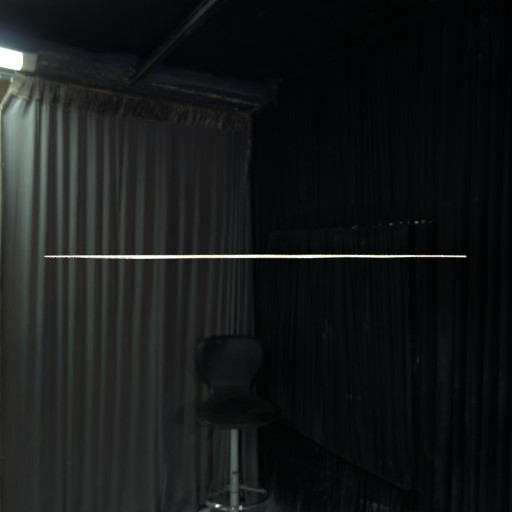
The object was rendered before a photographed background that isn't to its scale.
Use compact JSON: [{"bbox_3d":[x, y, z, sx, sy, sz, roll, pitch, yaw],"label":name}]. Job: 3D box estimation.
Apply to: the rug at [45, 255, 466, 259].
[{"bbox_3d":[0.000,0.000,2.727,2.135,0.013,1.524,0,0,-36],"label":"rug"}]
